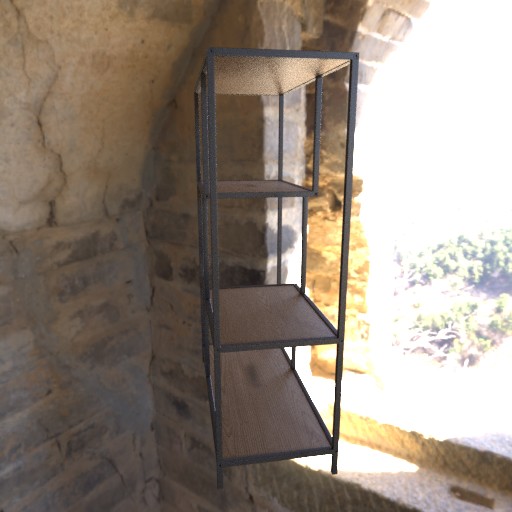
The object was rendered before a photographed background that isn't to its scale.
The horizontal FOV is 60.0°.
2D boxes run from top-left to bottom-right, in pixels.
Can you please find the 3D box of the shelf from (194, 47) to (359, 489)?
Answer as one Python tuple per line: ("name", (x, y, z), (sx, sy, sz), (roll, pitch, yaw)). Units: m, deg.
("shelf", (0.000, 0.000, 1.495), (0.350, 1.138, 0.770), (-2, 14, -9))
